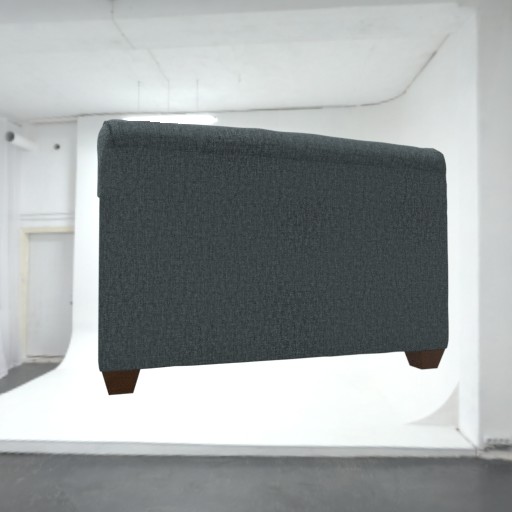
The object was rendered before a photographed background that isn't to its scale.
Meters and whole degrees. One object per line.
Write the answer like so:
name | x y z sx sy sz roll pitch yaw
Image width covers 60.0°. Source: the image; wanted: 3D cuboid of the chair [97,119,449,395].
chair | 0.000 0.000 2.088 1.383 0.948 1.000 0 -1 -17
